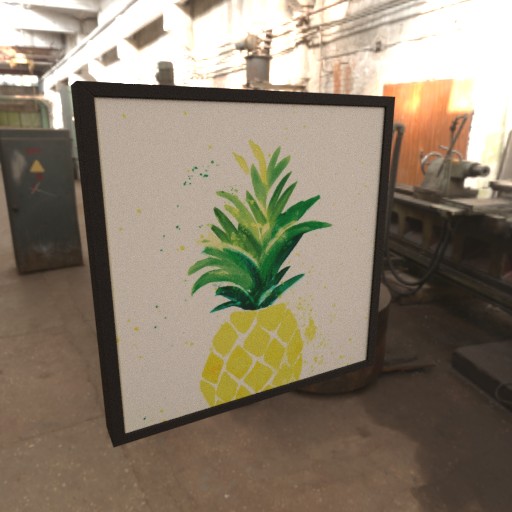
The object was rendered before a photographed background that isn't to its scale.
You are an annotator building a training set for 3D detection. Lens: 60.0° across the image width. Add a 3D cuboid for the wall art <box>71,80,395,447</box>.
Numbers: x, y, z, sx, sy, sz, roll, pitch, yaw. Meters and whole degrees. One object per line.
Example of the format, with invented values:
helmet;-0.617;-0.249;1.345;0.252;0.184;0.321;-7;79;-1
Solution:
wall art;0.000;0.000;0.436;0.305;0.304;0.033;-8;18;-27
